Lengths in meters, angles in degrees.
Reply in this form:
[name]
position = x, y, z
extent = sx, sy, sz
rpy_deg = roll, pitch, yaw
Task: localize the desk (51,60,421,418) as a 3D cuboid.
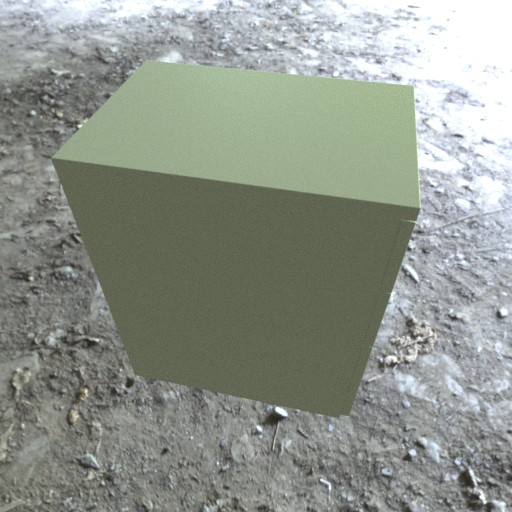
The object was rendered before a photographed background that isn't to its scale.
[desk]
position = 0.000, 0.000, 1.080
extent = 0.600, 0.730, 0.404
rpy_deg = 9, 47, 9
